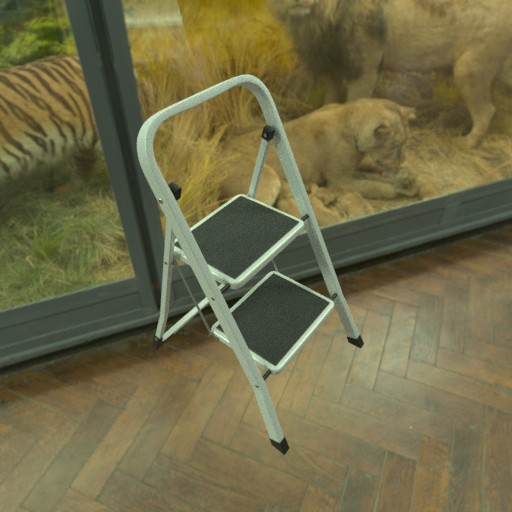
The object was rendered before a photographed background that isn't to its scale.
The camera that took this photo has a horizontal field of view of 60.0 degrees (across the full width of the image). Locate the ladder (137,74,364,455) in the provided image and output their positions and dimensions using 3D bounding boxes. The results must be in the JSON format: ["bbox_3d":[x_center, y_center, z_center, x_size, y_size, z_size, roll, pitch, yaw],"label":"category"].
[{"bbox_3d":[0.000,0.000,1.173,0.544,0.810,0.460,27,49,27],"label":"ladder"}]
